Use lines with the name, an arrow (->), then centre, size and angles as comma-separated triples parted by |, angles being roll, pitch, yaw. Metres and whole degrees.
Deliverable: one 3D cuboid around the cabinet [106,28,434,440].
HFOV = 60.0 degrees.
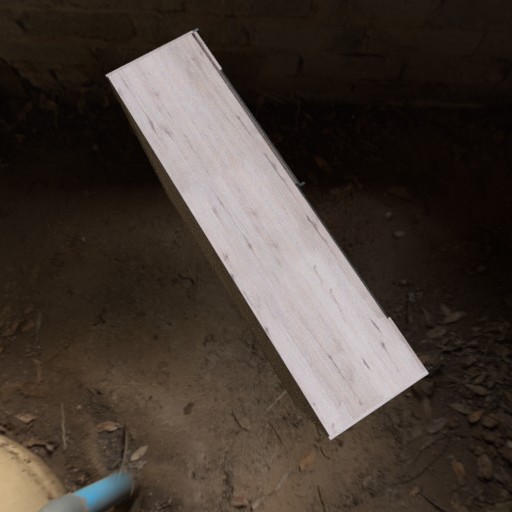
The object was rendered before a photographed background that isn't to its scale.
cabinet -> 0.000, 0.000, 3.603 | 0.660, 2.180, 2.500 | -31, 78, -7
